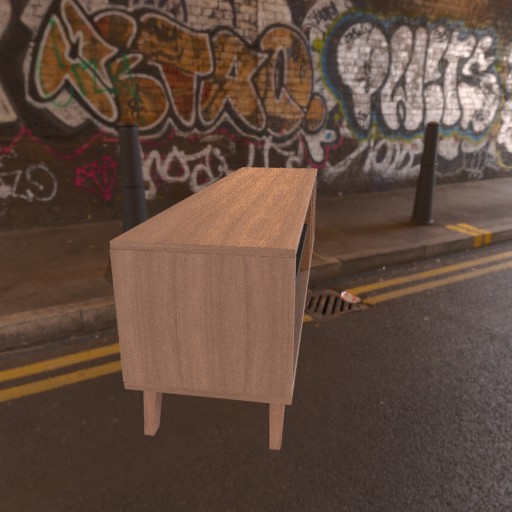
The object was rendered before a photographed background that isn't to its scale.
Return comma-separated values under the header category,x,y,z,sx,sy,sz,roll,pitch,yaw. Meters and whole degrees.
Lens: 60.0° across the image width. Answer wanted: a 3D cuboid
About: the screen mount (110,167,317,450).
category,x,y,z,sx,sy,sz,roll,pitch,yaw
screen mount,0.000,0.000,1.697,0.401,0.509,1.500,3,17,9
